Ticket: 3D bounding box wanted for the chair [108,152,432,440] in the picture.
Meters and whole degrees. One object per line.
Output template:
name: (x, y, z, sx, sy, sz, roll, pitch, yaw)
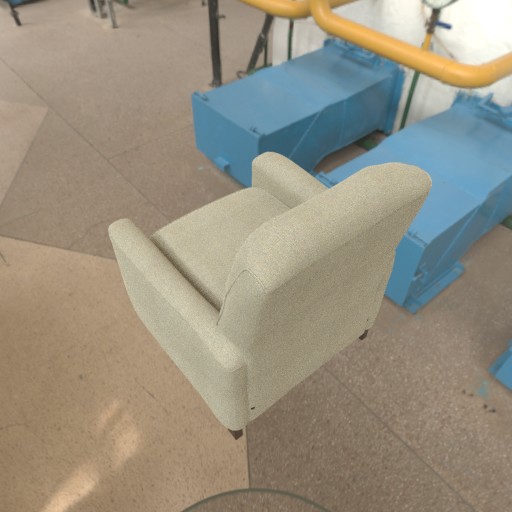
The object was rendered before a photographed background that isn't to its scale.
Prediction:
chair: (0.000, 0.000, 1.677, 0.850, 1.006, 0.853, -30, 54, -26)
